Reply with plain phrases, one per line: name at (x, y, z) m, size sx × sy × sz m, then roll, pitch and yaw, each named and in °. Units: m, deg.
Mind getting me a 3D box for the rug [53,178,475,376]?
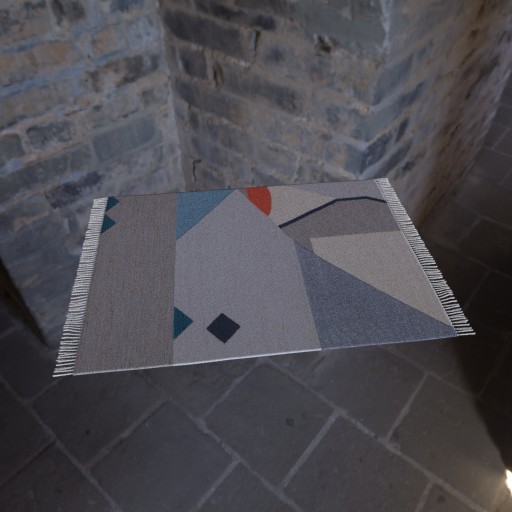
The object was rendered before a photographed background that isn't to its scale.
rug at (0.000, 0.000, 2.321) m, size 1.828 × 0.005 × 1.220 m, roll -5°, pitch 45°, yaw -5°
